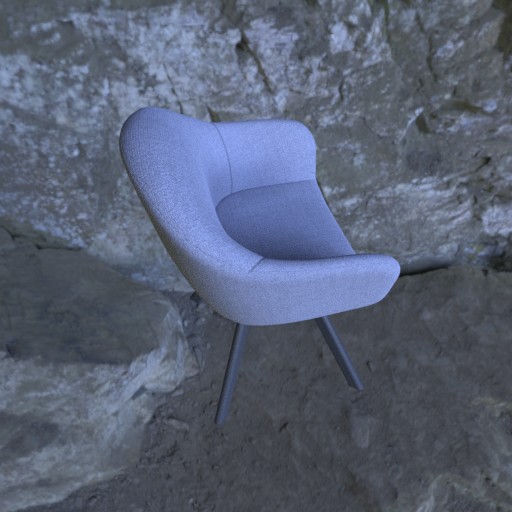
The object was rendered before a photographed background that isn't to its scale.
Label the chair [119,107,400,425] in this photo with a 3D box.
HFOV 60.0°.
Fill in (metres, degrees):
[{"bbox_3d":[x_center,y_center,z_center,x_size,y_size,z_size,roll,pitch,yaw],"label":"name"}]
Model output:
[{"bbox_3d":[0.000,0.000,1.173,0.550,0.795,0.590,-10,46,-10],"label":"chair"}]
